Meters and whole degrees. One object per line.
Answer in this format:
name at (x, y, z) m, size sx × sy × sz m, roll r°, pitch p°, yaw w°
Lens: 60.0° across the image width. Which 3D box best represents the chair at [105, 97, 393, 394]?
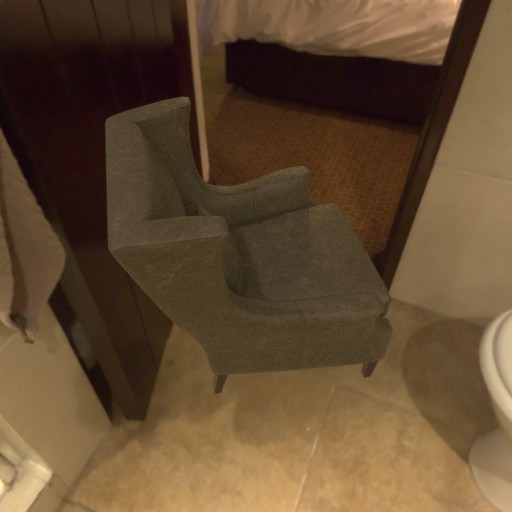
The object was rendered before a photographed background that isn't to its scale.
chair at (0.000, 0.000, 1.747) m, size 0.926 × 1.016 × 0.853 m, roll -10°, pitch 47°, yaw -10°
